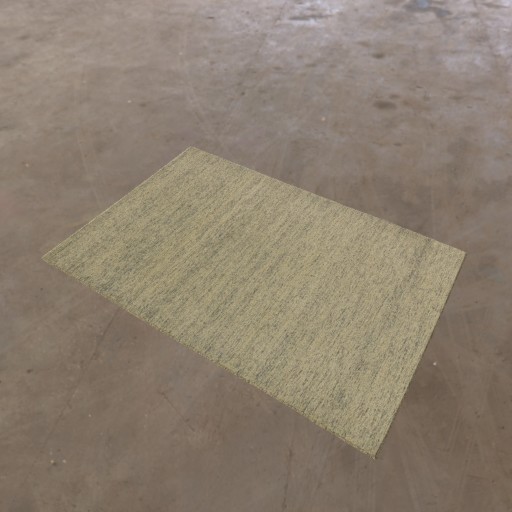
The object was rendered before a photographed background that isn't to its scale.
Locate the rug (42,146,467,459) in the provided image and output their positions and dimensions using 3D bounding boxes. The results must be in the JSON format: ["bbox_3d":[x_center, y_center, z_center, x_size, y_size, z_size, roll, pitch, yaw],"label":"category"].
[{"bbox_3d":[0.000,0.000,2.304,1.846,0.014,1.243,25,52,22],"label":"rug"}]
